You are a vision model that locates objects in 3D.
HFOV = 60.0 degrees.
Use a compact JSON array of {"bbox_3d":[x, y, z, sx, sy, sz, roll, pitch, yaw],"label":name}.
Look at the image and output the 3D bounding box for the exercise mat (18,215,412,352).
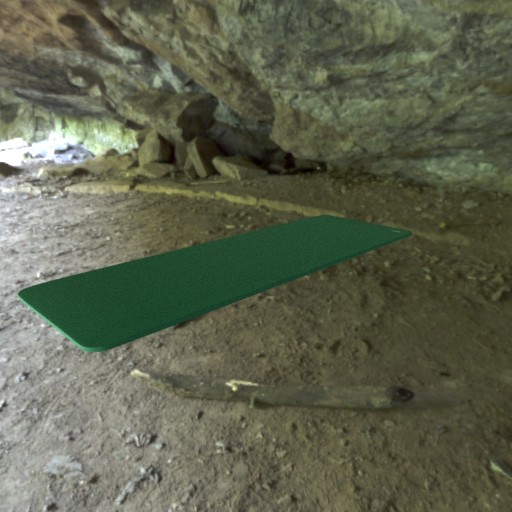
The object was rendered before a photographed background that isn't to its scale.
[{"bbox_3d":[0.000,0.000,2.026,1.869,0.021,0.616,-17,24,-42],"label":"exercise mat"}]
